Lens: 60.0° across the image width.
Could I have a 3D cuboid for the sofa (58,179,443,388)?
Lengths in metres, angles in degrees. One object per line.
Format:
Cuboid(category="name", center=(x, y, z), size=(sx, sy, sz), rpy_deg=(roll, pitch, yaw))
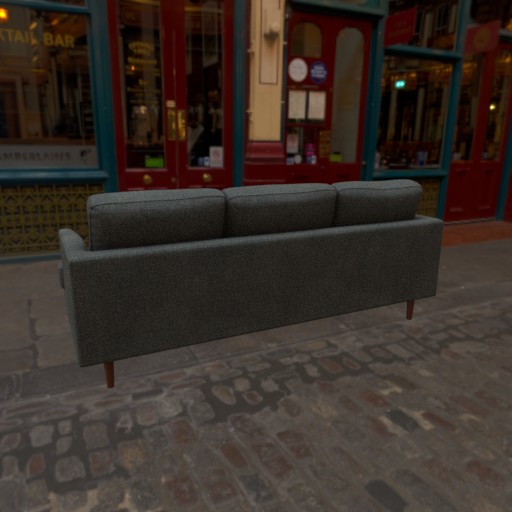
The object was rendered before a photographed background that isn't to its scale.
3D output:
Cuboid(category="sofa", center=(0.000, 0.000, 2.772), size=(2.246, 0.930, 0.903), rpy_deg=(-7, 16, -25))
